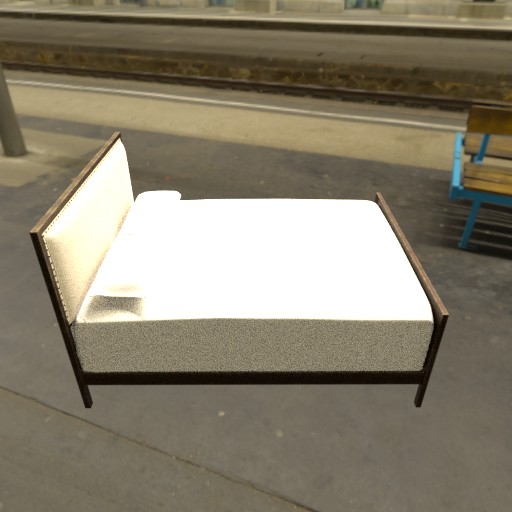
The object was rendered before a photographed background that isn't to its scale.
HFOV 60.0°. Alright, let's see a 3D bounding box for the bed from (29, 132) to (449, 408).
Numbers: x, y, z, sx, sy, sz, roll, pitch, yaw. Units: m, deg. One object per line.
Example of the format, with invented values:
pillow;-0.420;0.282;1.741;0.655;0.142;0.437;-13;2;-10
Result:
bed;0.000;0.000;3.197;2.221;1.313;1.607;0;33;0
